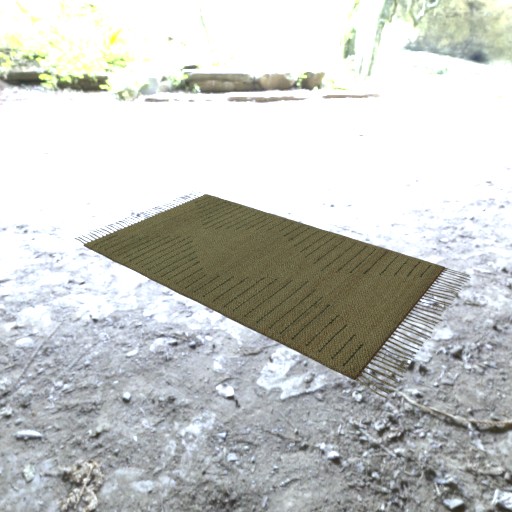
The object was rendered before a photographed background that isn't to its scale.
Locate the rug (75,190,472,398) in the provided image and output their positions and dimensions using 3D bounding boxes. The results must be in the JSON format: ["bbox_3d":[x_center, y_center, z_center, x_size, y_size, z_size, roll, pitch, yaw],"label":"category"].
[{"bbox_3d":[0.000,0.000,2.097,1.718,0.017,0.905,21,35,33],"label":"rug"}]
